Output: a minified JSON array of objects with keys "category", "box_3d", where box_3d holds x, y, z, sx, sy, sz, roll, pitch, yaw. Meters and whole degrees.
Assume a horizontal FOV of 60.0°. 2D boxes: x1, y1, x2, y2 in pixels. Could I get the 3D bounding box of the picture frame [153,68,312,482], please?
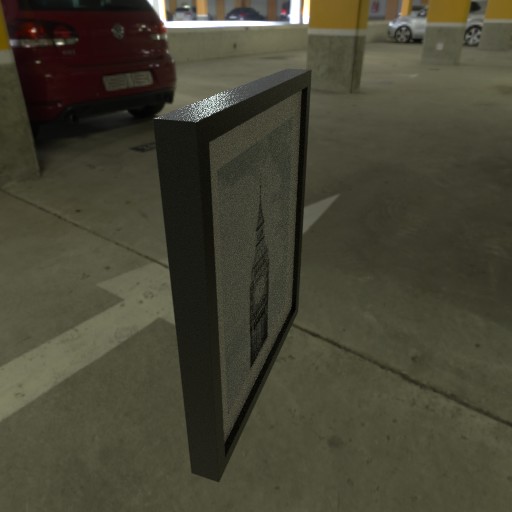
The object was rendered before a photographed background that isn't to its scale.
[{"category":"picture frame","box_3d":[0.000,0.000,0.525,0.034,0.378,0.328,10,30,17]}]
